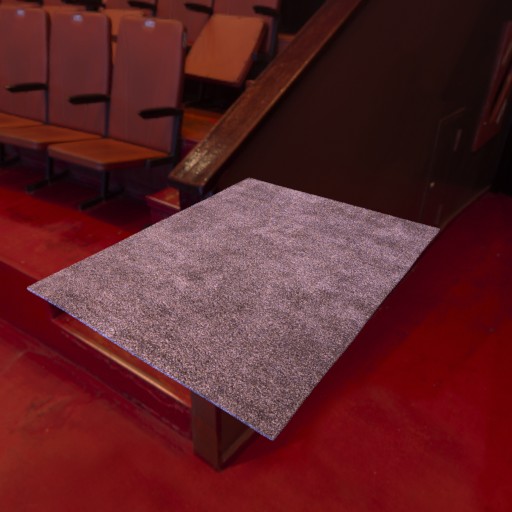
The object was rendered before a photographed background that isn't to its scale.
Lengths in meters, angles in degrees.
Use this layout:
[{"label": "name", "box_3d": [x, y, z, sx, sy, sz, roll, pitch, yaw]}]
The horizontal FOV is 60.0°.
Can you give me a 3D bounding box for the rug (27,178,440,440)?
[{"label": "rug", "box_3d": [0.000, 0.000, 4.018, 2.401, 0.025, 3.000, 21, 37, 30]}]
